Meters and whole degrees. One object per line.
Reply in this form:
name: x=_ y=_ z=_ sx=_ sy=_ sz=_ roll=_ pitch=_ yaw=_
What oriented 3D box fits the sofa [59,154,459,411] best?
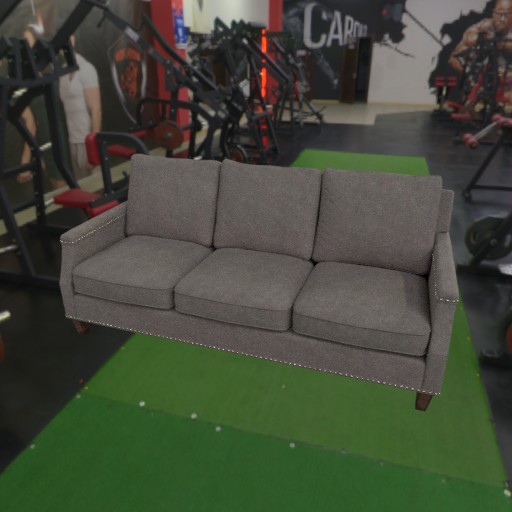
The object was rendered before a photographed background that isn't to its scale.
sofa: x=0.000 y=0.000 z=2.738 sx=2.226 sy=1.042 sz=1.034 roll=8 pitch=26 yaw=17
